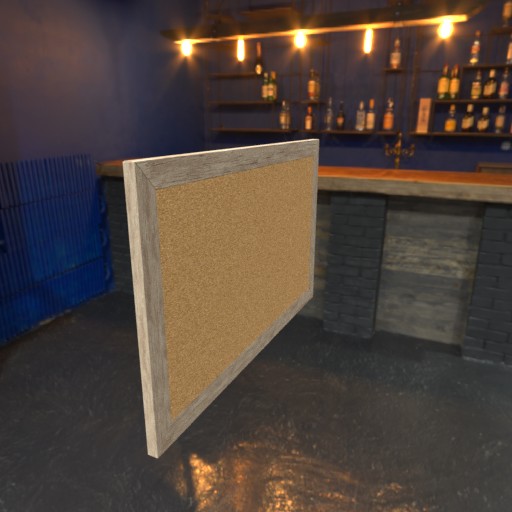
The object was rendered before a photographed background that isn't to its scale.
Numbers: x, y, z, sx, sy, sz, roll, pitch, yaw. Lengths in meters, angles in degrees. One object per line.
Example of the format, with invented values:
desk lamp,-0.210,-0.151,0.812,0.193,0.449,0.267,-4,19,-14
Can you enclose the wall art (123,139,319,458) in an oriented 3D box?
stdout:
wall art,0.000,0.000,0.998,0.021,0.480,0.780,8,19,25
